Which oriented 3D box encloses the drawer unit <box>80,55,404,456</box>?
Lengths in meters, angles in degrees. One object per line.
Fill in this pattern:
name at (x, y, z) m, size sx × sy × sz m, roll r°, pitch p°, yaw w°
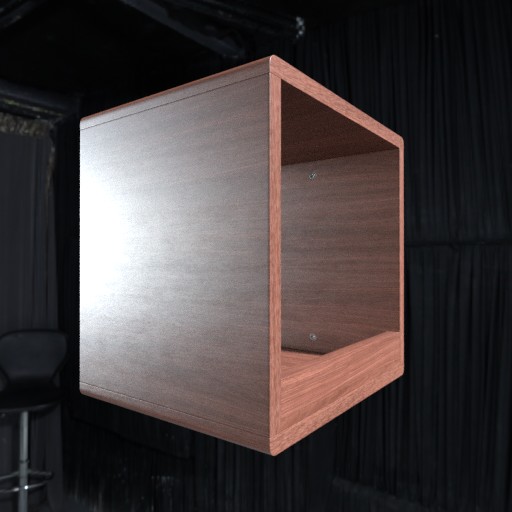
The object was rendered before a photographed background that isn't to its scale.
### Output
drawer unit at (0.000, 0.000, 0.608) m, size 0.290 × 0.351 × 0.349 m, roll 0°, pitch 0°, yaw 37°
